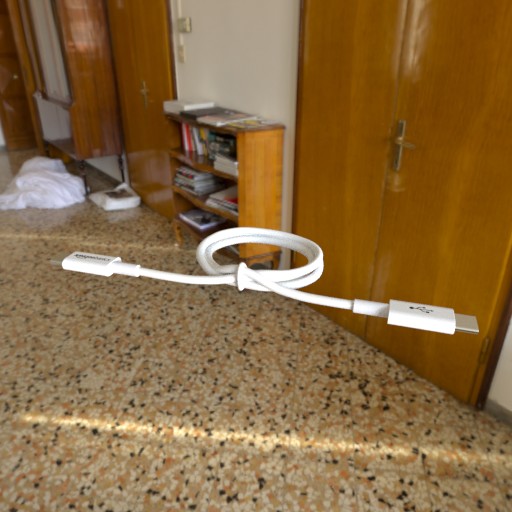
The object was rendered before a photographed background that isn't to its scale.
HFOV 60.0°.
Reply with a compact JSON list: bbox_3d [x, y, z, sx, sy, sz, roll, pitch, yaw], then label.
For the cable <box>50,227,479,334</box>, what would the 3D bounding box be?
[{"bbox_3d":[0.000,0.000,0.228,0.203,0.014,0.070,8,27,15],"label":"cable"}]
